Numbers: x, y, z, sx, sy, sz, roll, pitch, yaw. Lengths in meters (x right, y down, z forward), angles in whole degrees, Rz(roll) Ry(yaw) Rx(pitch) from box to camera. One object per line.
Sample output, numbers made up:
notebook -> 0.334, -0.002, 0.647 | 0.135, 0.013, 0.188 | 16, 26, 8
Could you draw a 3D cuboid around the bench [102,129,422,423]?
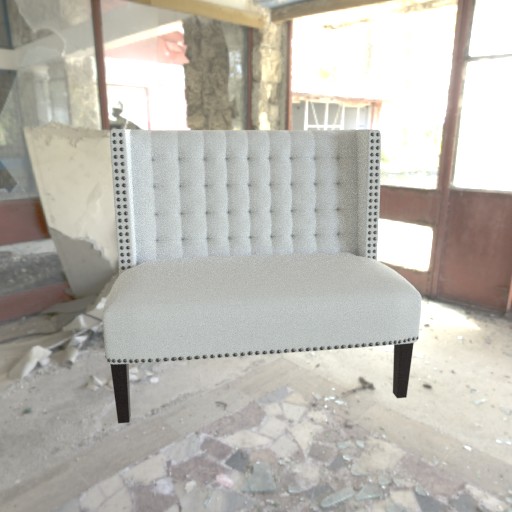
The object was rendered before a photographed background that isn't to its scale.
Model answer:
bench -> 0.000, 0.000, 2.042 | 1.280, 1.123, 0.847 | -2, 16, -8
